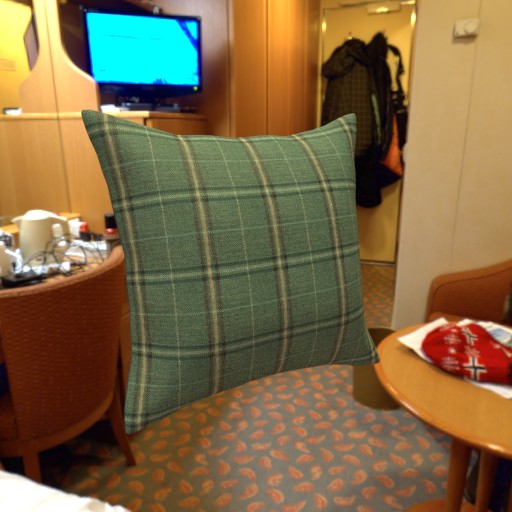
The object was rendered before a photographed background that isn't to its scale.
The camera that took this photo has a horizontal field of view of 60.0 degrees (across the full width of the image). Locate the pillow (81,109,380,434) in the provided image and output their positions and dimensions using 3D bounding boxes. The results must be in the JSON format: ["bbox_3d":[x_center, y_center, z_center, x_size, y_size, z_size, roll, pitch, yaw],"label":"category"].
[{"bbox_3d":[0.000,0.000,0.685,0.453,0.430,0.200,-8,18,-27],"label":"pillow"}]
